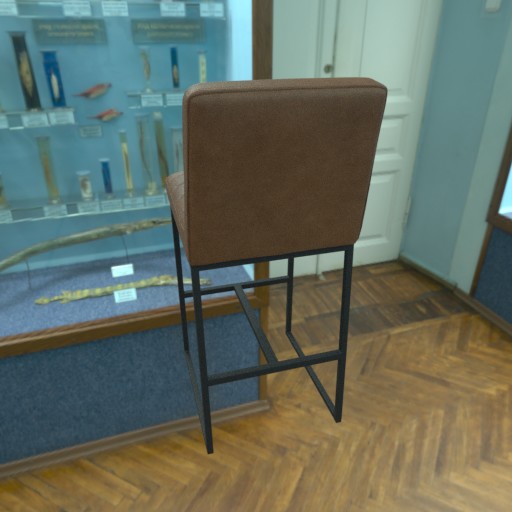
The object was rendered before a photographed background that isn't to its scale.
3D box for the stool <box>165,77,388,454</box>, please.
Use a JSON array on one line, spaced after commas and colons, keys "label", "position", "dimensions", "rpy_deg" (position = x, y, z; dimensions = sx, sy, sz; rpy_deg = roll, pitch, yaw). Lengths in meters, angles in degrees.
[{"label": "stool", "position": [0.000, 0.000, 1.335], "dimensions": [0.458, 1.040, 0.556], "rpy_deg": [-8, 29, -14]}]
